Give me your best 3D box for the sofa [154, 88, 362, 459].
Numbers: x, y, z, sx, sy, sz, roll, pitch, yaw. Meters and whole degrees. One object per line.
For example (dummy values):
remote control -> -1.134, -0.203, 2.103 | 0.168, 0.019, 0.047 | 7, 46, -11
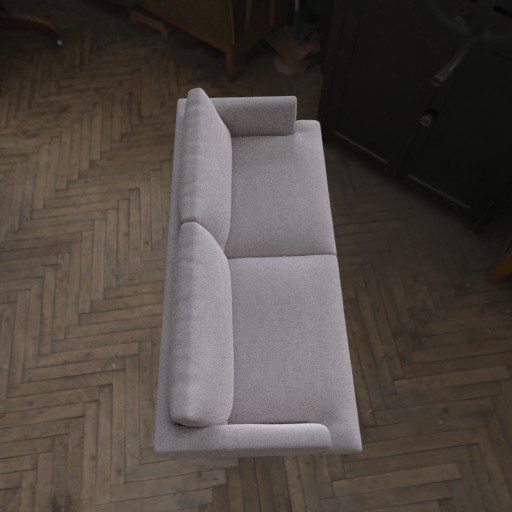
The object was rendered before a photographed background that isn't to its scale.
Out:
sofa -> 0.000, 0.000, 2.731 | 1.020, 0.868, 2.250 | -2, 63, -1
